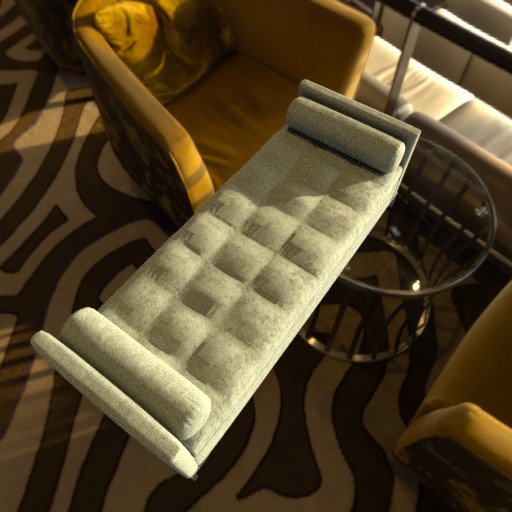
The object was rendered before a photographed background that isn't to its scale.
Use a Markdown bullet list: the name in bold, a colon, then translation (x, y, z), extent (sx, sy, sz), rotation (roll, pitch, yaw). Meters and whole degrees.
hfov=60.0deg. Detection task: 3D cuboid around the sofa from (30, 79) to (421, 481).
- **sofa**: translation (0.000, 0.000, 2.386), extent (0.797, 0.657, 2.102), rotation (31, 63, 18)
